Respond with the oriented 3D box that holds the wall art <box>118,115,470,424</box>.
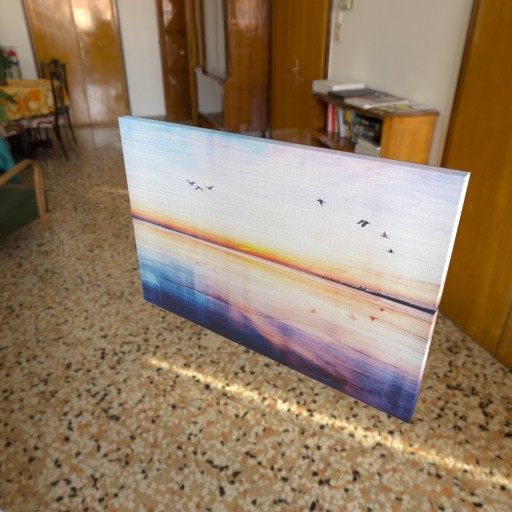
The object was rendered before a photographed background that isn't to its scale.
[{"bbox_3d":[0.000,0.000,1.150,0.911,0.605,0.037,18,33,31],"label":"wall art"}]
